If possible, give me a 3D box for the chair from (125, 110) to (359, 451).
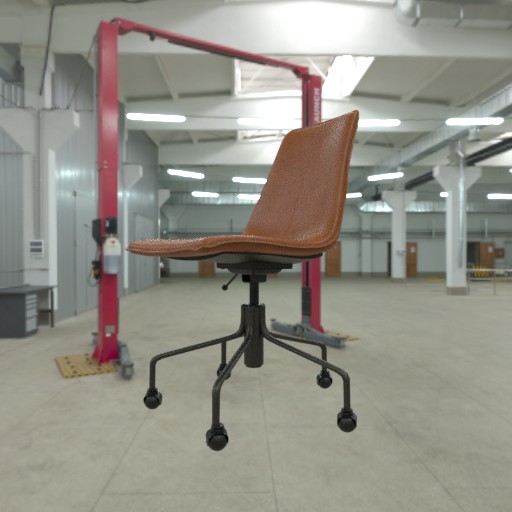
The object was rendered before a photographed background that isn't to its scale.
[{"bbox_3d":[0.000,0.000,1.351,0.660,0.920,0.651,0,1,-37],"label":"chair"}]
